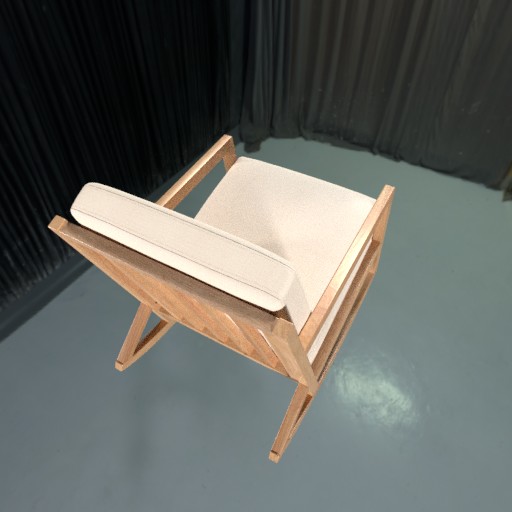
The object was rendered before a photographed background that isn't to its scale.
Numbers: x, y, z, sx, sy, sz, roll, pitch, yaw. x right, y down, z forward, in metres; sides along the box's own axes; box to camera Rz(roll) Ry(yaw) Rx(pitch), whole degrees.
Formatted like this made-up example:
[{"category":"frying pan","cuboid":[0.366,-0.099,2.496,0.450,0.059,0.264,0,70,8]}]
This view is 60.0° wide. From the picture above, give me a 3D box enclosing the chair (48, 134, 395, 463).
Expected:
[{"category":"chair","cuboid":[0.000,0.000,1.406,0.622,0.790,0.857,22,50,20]}]
